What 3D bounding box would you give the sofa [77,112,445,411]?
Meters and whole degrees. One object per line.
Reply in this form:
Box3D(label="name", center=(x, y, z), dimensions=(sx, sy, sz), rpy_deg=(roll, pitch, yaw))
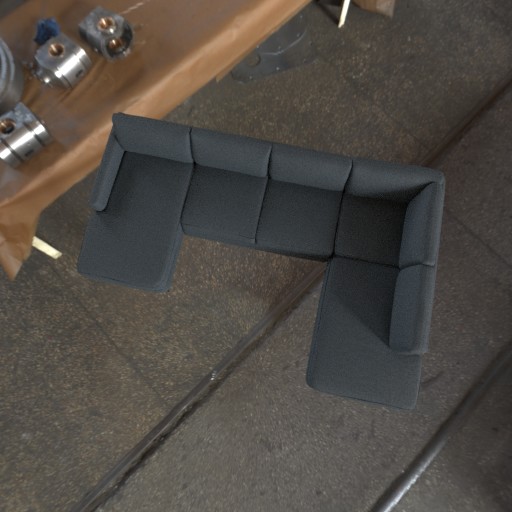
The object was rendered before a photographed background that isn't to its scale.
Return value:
Box3D(label="sofa", center=(0.000, 0.000, 3.791), dimensions=(2.975, 0.858, 1.984), rpy_deg=(12, 76, 3))
